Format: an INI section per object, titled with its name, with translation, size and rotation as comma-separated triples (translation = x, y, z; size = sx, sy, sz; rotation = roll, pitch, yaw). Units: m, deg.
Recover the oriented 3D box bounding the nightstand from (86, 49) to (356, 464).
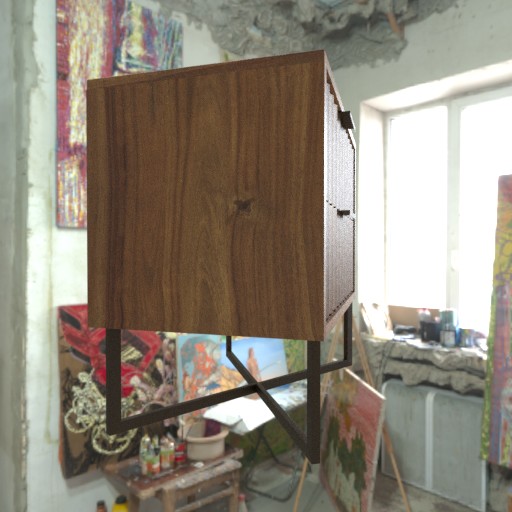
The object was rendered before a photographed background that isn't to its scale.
[nightstand]
translation = 0.000, 0.000, 1.000
size = 0.427, 0.615, 0.613
rotation = 0, 1, 17
